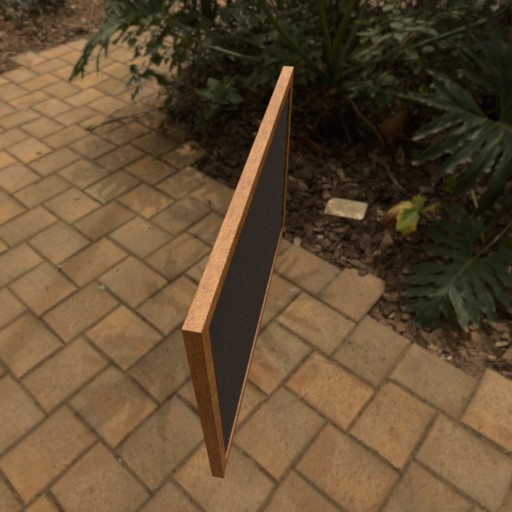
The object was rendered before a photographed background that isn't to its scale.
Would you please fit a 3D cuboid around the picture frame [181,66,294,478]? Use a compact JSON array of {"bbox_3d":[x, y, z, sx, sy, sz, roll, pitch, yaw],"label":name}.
[{"bbox_3d":[0.000,0.000,1.173,0.029,0.621,0.922,8,47,8],"label":"picture frame"}]
